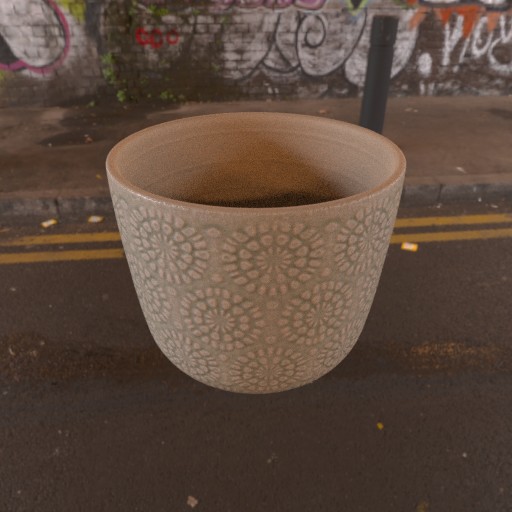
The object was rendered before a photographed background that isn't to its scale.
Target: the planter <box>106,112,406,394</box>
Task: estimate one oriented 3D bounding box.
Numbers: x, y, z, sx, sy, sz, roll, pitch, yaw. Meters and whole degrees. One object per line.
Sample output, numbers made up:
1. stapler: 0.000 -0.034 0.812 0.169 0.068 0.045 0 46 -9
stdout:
1. planter: 0.000 0.000 0.218 0.124 0.109 0.124 0 32 0
